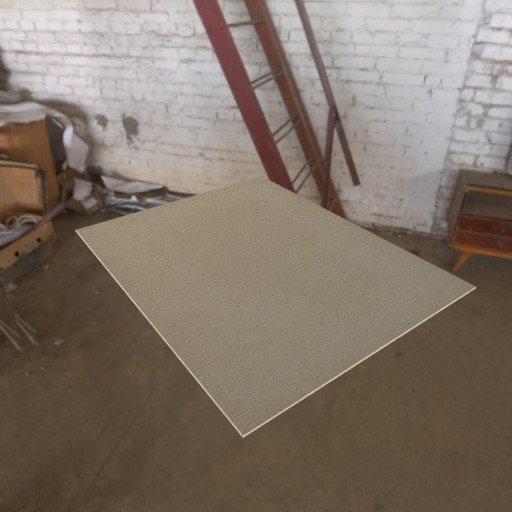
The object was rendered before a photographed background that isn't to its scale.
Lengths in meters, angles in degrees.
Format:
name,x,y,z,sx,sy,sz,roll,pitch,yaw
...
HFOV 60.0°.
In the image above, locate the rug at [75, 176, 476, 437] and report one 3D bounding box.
name,x,y,z,sx,sy,sz,roll,pitch,yaw
rug,0.000,0.000,3.572,2.073,0.011,2.584,-22,39,-30
